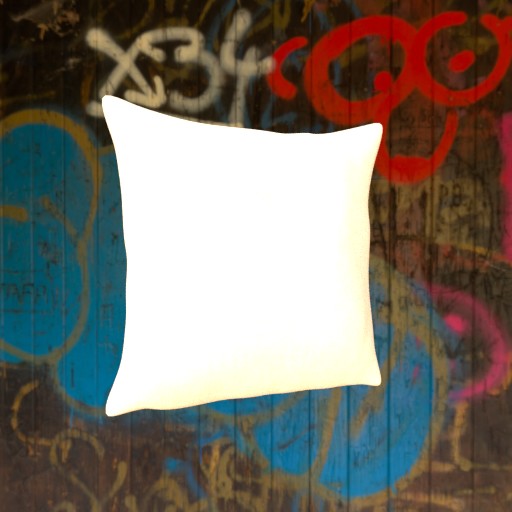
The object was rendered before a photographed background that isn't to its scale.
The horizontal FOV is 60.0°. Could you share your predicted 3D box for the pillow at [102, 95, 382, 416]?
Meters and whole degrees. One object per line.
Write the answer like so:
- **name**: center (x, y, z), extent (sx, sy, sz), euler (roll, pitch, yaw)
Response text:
- **pillow**: center (0.000, 0.000, 0.668), extent (0.436, 0.432, 0.138), euler (0, 1, -19)
